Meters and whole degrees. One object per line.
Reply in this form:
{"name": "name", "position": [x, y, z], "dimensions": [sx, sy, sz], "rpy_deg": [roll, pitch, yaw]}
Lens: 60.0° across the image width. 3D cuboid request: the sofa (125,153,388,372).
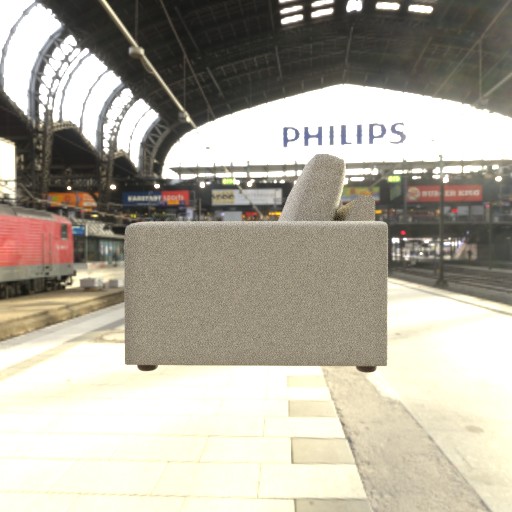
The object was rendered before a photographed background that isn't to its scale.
{"name": "sofa", "position": [0.000, 0.000, 2.715], "dimensions": [1.016, 0.873, 2.179], "rpy_deg": [0, 1, 1]}
